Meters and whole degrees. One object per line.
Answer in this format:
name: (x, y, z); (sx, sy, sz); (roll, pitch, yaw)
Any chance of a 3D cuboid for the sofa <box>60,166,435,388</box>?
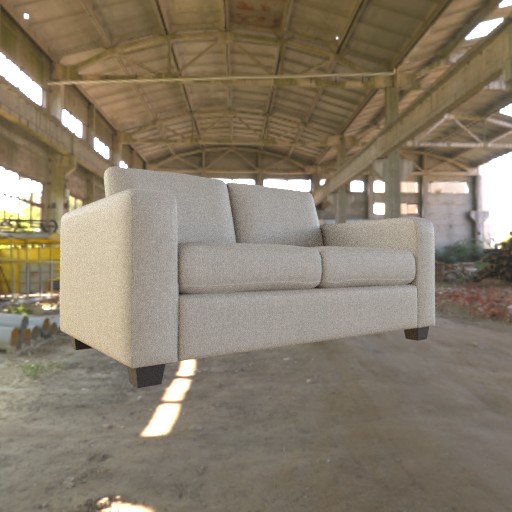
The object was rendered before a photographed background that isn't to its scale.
sofa: (0.000, 0.000, 2.065); (1.540, 0.800, 0.900); (1, -1, -36)
